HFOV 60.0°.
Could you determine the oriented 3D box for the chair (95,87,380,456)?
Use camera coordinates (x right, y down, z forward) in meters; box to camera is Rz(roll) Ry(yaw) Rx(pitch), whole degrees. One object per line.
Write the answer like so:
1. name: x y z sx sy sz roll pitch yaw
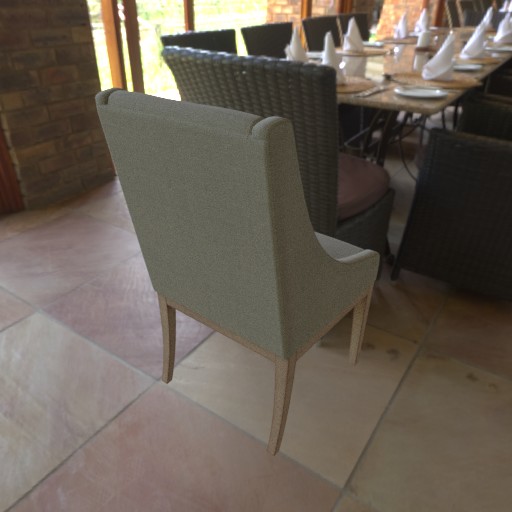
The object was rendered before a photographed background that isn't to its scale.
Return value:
1. chair: 0.000 0.000 1.387 0.575 1.021 0.611 22 37 32
